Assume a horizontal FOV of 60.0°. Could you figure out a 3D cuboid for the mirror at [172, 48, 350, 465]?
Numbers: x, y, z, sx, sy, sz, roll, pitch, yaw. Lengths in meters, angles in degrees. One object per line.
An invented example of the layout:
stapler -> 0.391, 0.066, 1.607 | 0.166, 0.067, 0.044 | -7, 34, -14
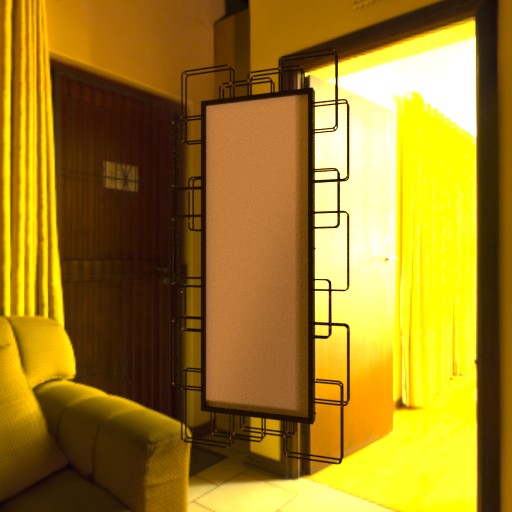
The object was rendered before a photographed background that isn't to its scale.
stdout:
mirror -> 0.000, 0.000, 1.362 | 0.565, 1.192, 0.037 | 0, 0, 19
